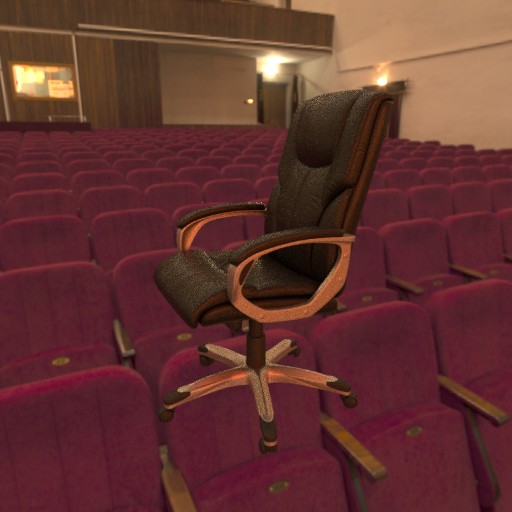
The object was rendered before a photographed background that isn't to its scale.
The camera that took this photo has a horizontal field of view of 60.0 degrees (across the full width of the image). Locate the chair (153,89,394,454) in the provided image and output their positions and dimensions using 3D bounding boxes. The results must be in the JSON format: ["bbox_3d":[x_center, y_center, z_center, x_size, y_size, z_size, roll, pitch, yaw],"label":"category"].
[{"bbox_3d":[0.000,0.000,1.603,0.780,1.145,0.700,-7,17,-24],"label":"chair"}]
